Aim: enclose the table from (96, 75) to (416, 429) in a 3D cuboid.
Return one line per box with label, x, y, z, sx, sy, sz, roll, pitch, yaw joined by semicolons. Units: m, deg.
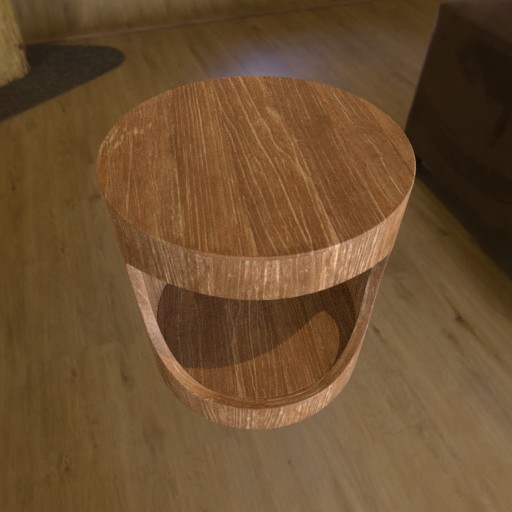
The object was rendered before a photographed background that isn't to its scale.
table;0.000;0.000;0.952;0.527;0.551;0.527;0;47;0
